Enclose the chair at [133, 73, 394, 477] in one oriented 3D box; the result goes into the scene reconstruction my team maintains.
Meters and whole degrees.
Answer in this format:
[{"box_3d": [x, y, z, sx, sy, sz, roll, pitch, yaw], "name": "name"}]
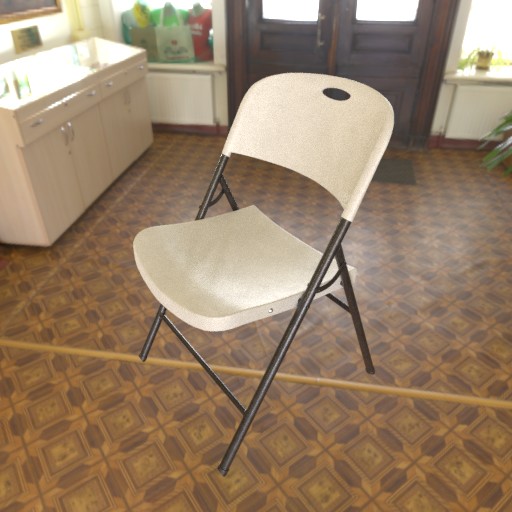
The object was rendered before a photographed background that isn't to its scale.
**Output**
[{"box_3d": [0.000, 0.000, 1.155, 0.566, 0.810, 0.494, -22, 39, -30], "name": "chair"}]
